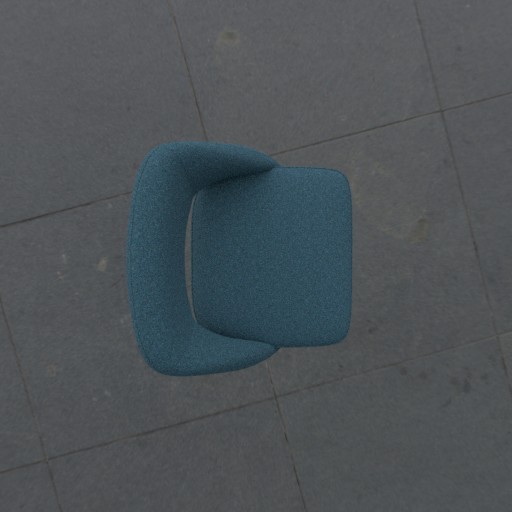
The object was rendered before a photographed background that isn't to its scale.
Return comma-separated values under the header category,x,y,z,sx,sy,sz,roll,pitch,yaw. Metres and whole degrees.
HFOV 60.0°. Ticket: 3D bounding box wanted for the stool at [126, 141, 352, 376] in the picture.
category,x,y,z,sx,sy,sz,roll,pitch,yaw
stool,0.000,0.000,1.333,0.522,1.032,0.536,0,91,-2
